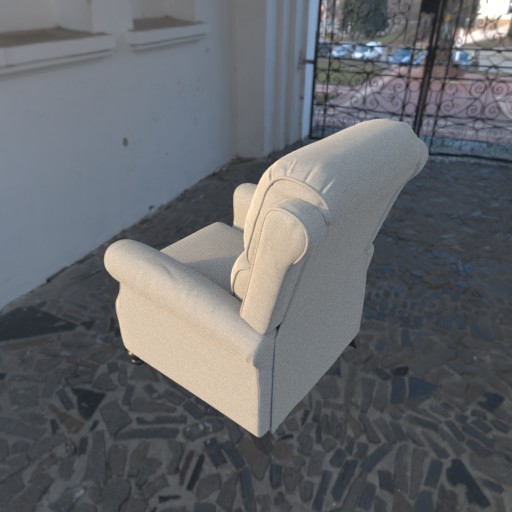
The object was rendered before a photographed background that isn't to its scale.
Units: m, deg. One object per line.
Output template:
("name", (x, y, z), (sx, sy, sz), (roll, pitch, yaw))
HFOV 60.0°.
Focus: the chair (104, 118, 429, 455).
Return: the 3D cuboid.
("chair", (0.000, 0.000, 1.707), (0.919, 1.046, 0.859), (21, 37, 32))
